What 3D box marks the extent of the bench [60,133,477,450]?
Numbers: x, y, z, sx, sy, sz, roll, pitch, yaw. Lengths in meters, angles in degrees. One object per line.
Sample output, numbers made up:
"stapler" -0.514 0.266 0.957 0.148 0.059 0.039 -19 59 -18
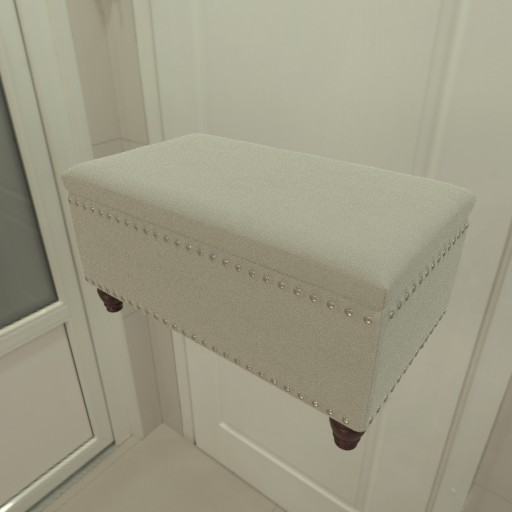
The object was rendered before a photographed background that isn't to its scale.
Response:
"bench" 0.000 0.000 1.158 0.887 0.449 0.500 20 35 32
